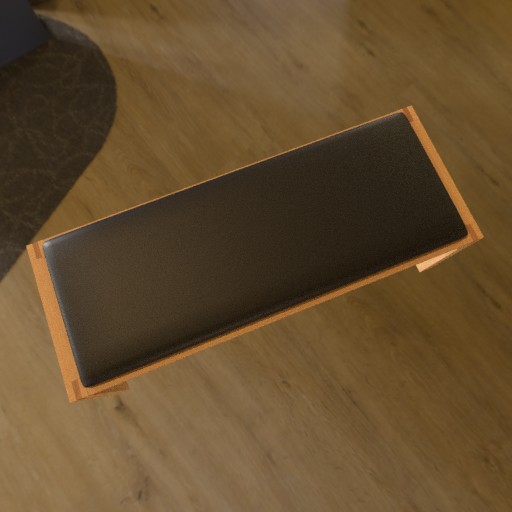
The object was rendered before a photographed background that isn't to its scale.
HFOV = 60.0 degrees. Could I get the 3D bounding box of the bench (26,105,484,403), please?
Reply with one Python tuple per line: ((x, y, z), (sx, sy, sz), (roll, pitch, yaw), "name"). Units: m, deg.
((0.000, 0.000, 1.401), (1.202, 0.430, 0.450), (-21, 77, -5), "bench")
